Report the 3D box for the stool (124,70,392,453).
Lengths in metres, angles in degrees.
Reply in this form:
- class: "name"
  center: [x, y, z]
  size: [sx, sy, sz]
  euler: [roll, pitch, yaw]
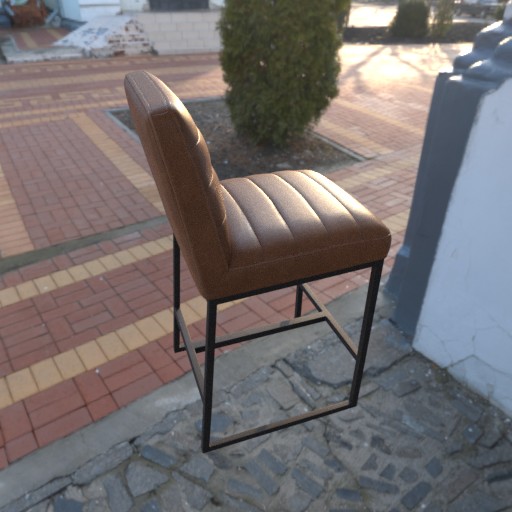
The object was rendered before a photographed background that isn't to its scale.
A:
- class: "stool"
  center: [0.000, 0.000, 1.230]
  size: [0.556, 0.940, 0.458]
  euler: [-10, 33, -17]
